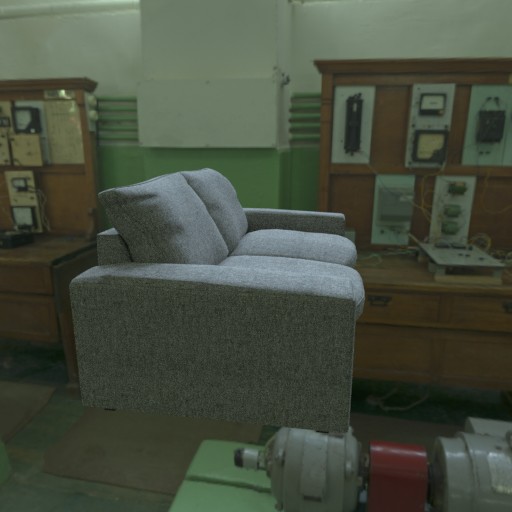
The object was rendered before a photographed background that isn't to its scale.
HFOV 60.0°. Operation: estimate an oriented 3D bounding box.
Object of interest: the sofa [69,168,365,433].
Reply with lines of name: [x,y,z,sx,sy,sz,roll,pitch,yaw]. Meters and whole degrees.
sofa: [0.000,0.000,2.384,1.094,0.877,1.758,2,15,9]
